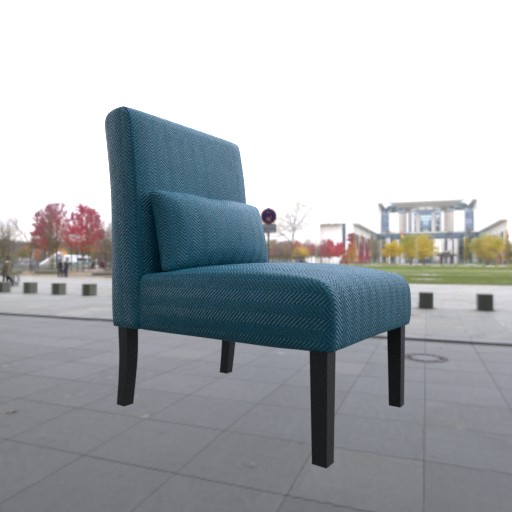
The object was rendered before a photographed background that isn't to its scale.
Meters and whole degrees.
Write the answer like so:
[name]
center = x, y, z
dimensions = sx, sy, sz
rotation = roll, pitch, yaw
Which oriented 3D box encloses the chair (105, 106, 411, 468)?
[chair]
center = 0.000, 0.000, 1.397
dimensions = 0.808, 0.927, 0.579
rotation = 0, -1, 36
